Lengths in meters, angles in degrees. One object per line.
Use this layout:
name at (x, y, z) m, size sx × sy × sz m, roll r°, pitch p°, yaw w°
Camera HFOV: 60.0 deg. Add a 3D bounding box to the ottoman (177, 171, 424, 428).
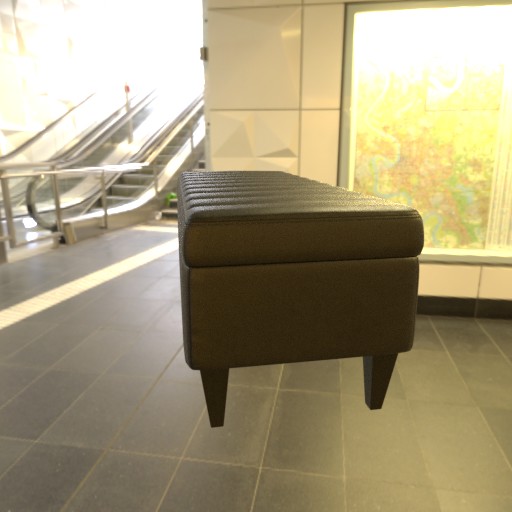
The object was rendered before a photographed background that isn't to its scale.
ottoman at (0.000, 0.000, 1.410) m, size 0.482 × 0.469 × 1.151 m, roll -3°, pitch 15°, yaw -10°
